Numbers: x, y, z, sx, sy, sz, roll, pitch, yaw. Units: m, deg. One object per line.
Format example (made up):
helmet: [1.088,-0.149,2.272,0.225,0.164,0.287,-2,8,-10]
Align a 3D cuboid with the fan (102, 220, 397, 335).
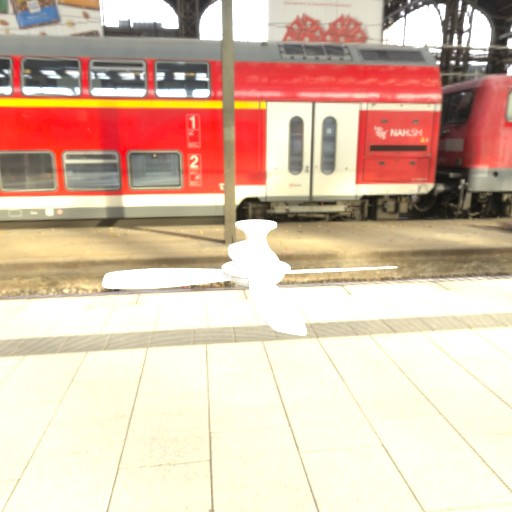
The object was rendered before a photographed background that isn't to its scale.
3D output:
fan: [0.000,0.000,2.532,1.694,0.382,1.693,-2,14,-9]
